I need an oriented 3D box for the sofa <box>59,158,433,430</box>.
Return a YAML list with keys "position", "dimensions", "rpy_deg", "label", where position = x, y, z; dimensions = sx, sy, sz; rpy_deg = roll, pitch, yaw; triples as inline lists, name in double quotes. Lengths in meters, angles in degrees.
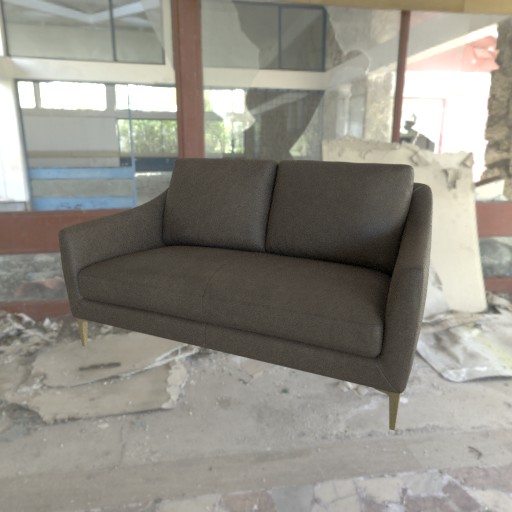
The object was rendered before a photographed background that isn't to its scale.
- position: [0.000, 0.000, 2.145]
  dimensions: [1.619, 0.902, 0.960]
  rpy_deg: [7, 16, 26]
  label: "sofa"
